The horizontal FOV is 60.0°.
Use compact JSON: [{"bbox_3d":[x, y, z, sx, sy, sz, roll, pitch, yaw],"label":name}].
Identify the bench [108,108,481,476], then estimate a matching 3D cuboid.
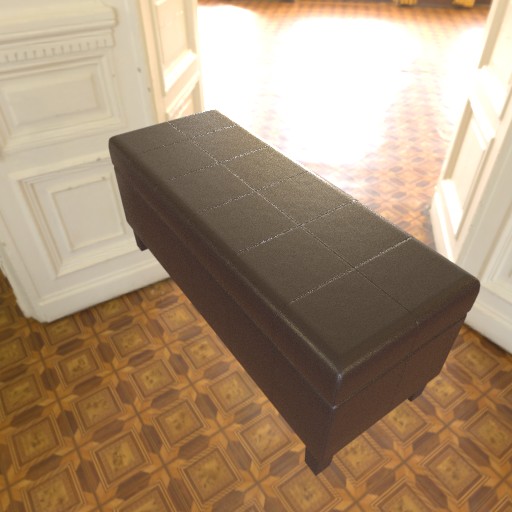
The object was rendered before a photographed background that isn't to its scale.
[{"bbox_3d":[0.000,0.000,1.321,0.429,0.457,1.092,-25,47,-26],"label":"bench"}]
